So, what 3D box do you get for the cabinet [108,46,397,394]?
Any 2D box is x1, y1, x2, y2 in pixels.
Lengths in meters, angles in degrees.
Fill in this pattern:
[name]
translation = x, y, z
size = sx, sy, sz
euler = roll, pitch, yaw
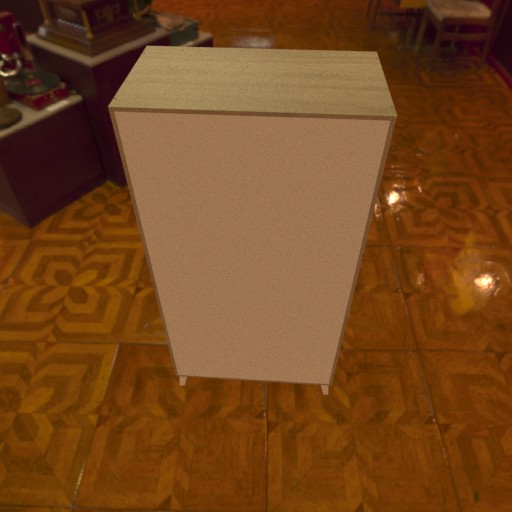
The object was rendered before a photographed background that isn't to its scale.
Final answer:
[cabinet]
translation = 0.000, 0.000, 2.447
size = 1.006, 1.999, 0.571
euler = 3, 45, 3
